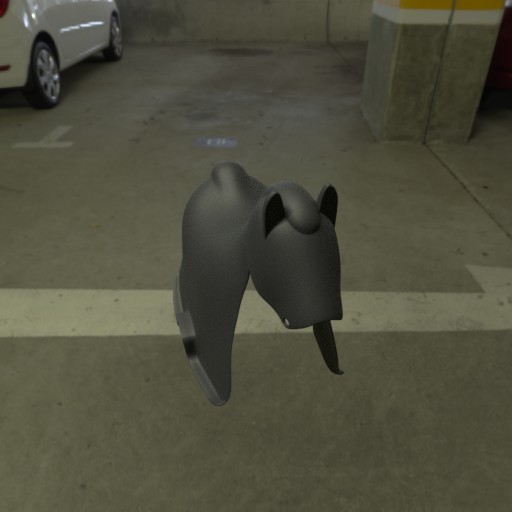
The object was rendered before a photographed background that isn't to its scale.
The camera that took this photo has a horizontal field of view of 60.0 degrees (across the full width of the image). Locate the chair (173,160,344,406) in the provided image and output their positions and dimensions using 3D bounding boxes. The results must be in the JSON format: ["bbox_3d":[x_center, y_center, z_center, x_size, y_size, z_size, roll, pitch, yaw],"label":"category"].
[{"bbox_3d":[0.000,0.000,1.152,0.429,0.612,0.800,-10,34,-15],"label":"chair"}]
